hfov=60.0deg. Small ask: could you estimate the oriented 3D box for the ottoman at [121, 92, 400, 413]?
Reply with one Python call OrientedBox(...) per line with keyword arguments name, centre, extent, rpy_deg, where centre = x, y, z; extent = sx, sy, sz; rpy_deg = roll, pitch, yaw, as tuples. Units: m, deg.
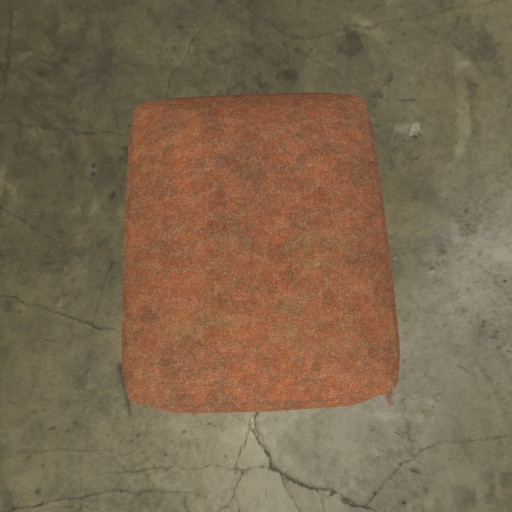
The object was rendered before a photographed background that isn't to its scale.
OrientedBox(name="ottoman", centre=(0.000, 0.000, 1.210), extent=(0.635, 0.508, 0.787), rpy_deg=(-2, 75, -1))
